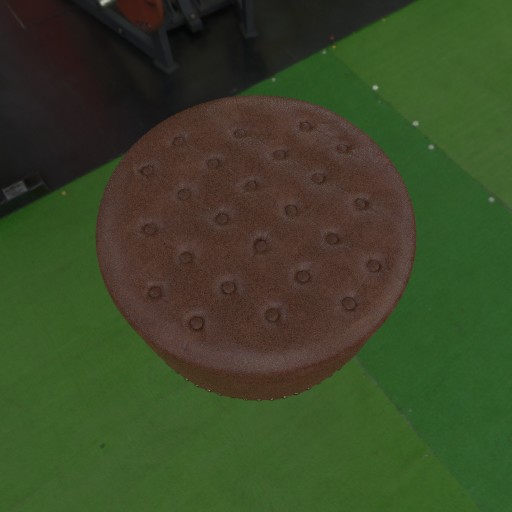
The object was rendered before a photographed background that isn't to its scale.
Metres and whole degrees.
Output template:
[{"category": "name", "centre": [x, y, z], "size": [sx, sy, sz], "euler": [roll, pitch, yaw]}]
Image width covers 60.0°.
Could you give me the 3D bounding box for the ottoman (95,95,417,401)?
[{"category": "ottoman", "centre": [0.000, 0.000, 1.053], "size": [0.637, 0.442, 0.637], "euler": [0, 64, 0]}]
